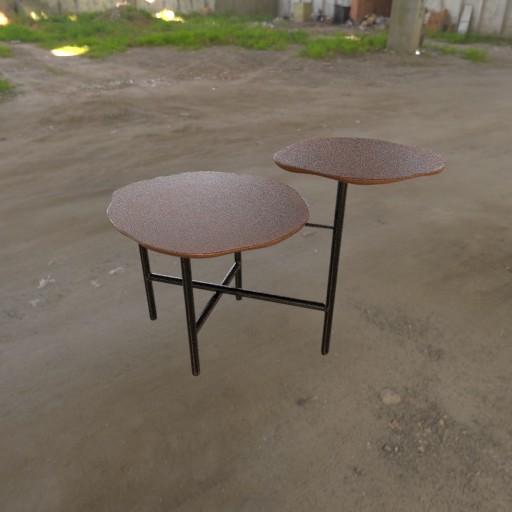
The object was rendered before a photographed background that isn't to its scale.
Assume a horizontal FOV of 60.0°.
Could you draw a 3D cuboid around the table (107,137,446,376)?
[{"bbox_3d":[0.000,0.000,1.078,0.759,0.538,0.442,9,32,15],"label":"table"}]
